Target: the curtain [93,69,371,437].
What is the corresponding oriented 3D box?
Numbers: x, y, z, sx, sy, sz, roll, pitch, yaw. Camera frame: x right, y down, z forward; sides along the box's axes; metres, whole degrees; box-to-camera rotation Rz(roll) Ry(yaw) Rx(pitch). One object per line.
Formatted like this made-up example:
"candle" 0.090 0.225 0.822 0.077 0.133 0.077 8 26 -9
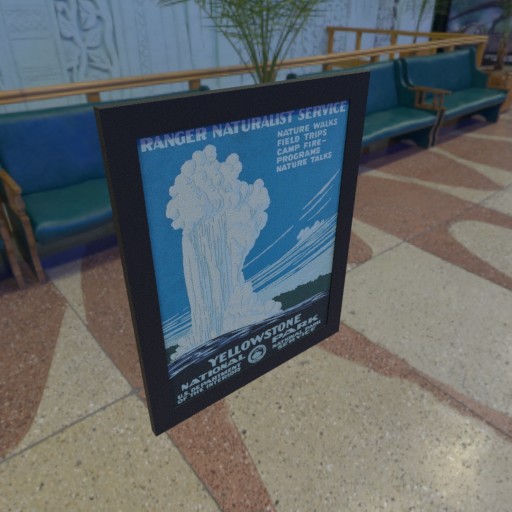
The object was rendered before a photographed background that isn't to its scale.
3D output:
"curtain" 0.000 0.000 0.801 0.483 0.585 0.027 -21 37 -32
